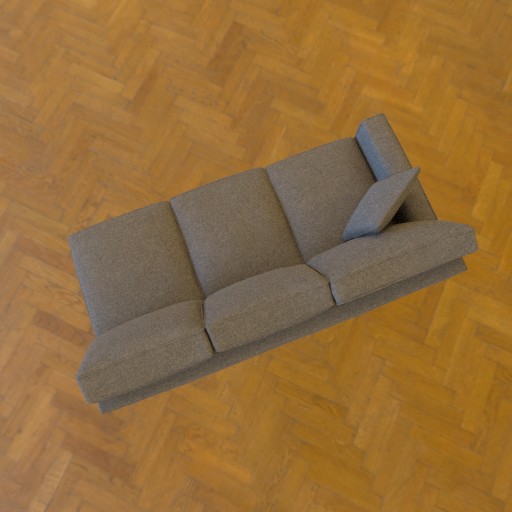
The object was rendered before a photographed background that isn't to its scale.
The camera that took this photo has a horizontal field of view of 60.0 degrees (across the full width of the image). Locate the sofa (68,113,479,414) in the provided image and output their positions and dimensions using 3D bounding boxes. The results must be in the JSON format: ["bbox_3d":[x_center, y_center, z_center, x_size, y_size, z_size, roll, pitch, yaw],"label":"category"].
[{"bbox_3d":[0.000,0.000,2.512,1.963,0.946,1.034,-21,77,-5],"label":"sofa"}]
